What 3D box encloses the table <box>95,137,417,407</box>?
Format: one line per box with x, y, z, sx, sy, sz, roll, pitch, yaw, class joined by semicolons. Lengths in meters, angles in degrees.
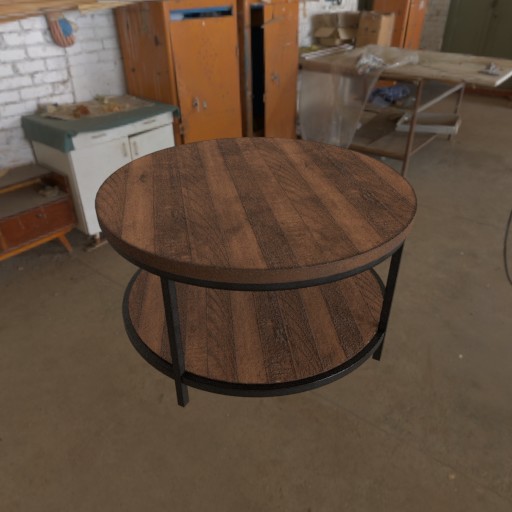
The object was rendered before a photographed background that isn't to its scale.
0.000;0.000;1.326;0.837;0.462;0.837;0;32;0;table
